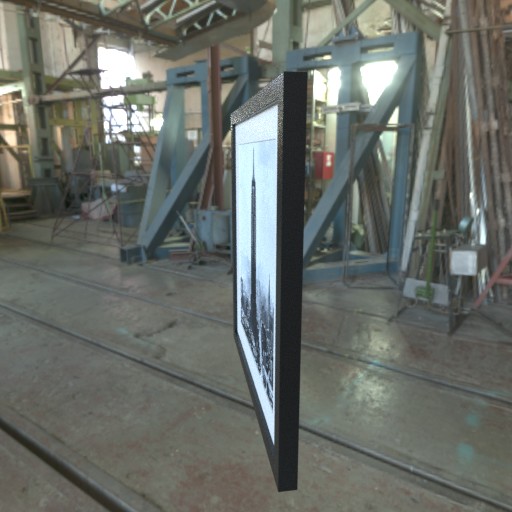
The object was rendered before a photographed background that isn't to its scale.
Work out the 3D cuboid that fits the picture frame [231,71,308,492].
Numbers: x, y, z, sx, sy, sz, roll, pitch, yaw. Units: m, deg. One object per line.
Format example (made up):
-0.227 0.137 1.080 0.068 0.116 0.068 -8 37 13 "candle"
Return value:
0.000 0.000 0.835 0.029 0.557 0.559 -2 13 -9 "picture frame"
